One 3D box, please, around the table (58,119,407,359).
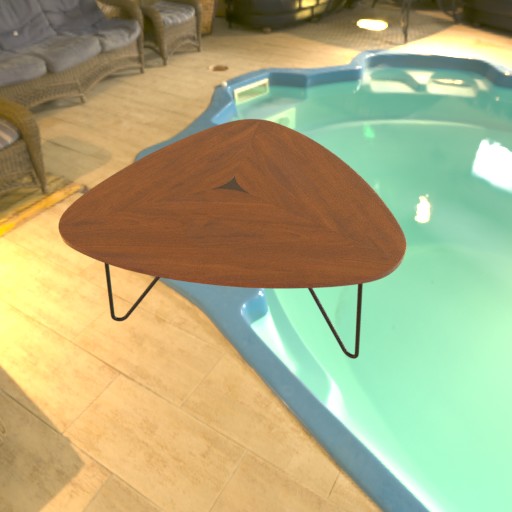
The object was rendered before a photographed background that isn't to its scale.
[{"bbox_3d":[0.000,0.000,1.319,0.821,0.413,0.833,27,48,27],"label":"table"}]
